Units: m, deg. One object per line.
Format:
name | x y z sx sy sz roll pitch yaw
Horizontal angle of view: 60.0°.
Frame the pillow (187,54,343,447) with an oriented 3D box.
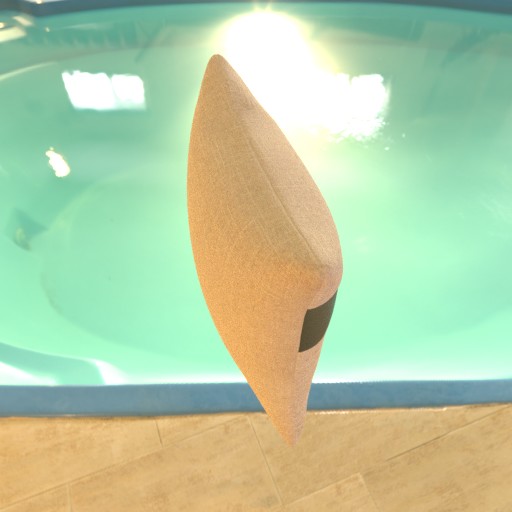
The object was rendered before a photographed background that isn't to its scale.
pillow | 0.000 0.000 0.627 0.173 0.399 0.414 -12 49 -10
